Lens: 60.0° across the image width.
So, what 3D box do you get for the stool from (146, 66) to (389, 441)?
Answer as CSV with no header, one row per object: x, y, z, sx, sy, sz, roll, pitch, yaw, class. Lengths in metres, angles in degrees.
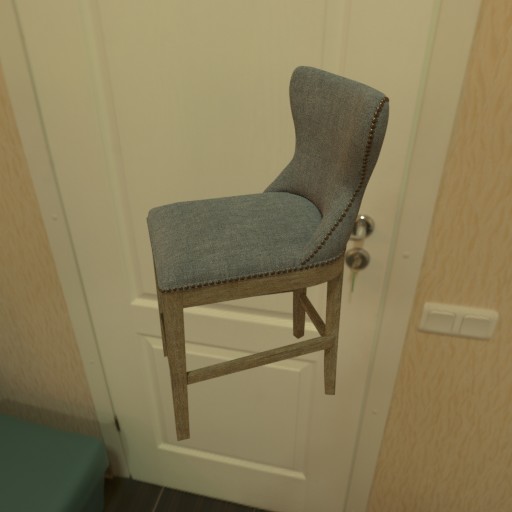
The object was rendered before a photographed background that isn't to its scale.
0.000,0.000,1.322,0.608,0.981,0.498,-9,32,-14,stool
